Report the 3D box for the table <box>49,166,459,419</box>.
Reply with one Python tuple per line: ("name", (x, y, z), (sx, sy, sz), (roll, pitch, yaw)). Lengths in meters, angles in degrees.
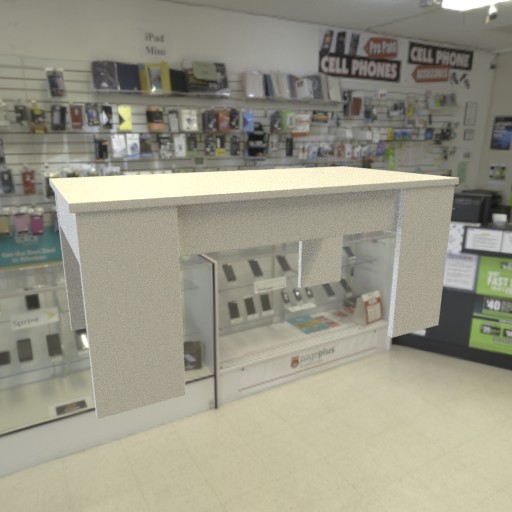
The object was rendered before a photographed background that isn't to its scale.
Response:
("table", (0.000, 0.000, 1.266), (1.000, 0.440, 0.500), (-8, 17, -27))
